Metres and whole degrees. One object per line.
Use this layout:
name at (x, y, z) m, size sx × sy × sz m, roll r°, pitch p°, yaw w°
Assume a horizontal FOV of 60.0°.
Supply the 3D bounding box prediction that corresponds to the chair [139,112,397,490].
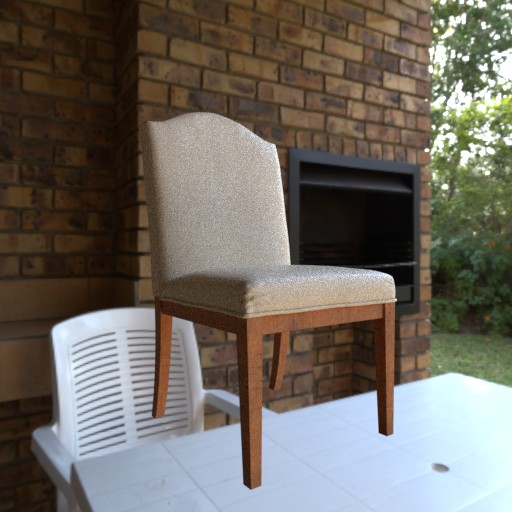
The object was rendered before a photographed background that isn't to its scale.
chair at (0.000, 0.000, 1.369) m, size 0.534 × 1.012 × 0.648 m, roll -1°, pitch 1°, yaw -36°
